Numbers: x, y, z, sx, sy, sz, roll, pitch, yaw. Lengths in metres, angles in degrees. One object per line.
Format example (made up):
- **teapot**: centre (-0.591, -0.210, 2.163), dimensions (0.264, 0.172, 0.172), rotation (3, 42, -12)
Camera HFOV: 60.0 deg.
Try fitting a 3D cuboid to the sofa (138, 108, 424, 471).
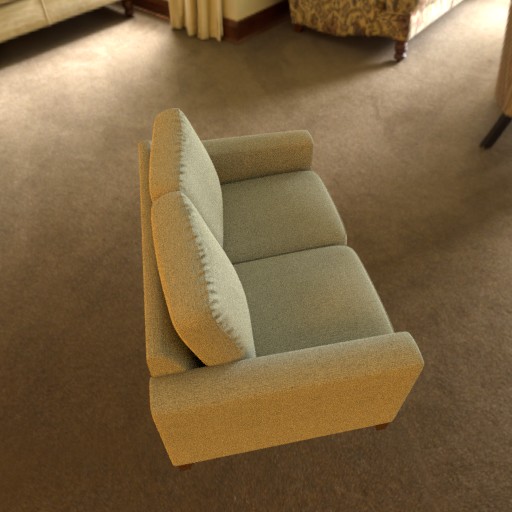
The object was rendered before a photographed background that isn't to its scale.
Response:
- **sofa**: centre (0.000, 0.000, 1.953), dimensions (0.917, 0.873, 1.420), rotation (-8, 48, -8)
